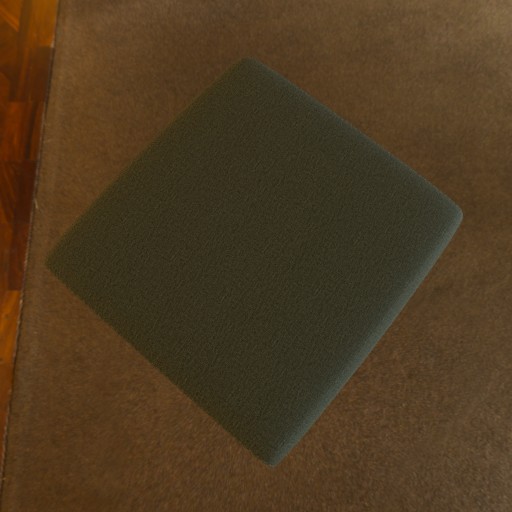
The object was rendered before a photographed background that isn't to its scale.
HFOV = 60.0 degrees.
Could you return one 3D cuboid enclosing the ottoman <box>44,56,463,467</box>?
[{"bbox_3d":[0.000,0.000,1.063,0.649,0.398,0.650,39,79,9],"label":"ottoman"}]
